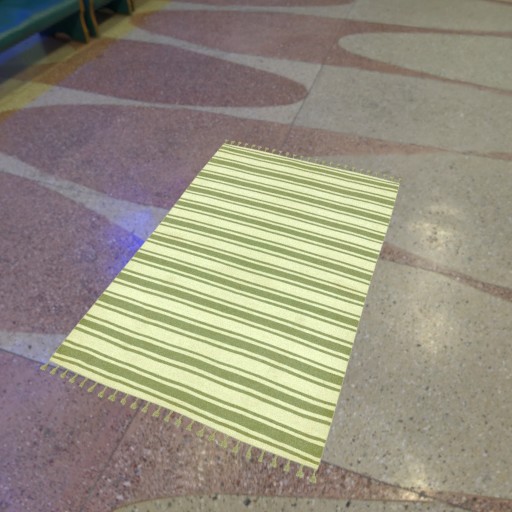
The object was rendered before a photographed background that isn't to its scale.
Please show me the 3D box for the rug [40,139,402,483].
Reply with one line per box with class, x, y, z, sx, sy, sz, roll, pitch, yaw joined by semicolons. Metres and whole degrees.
rug;0.000;0.000;2.947;1.540;0.018;2.435;16;49;15
